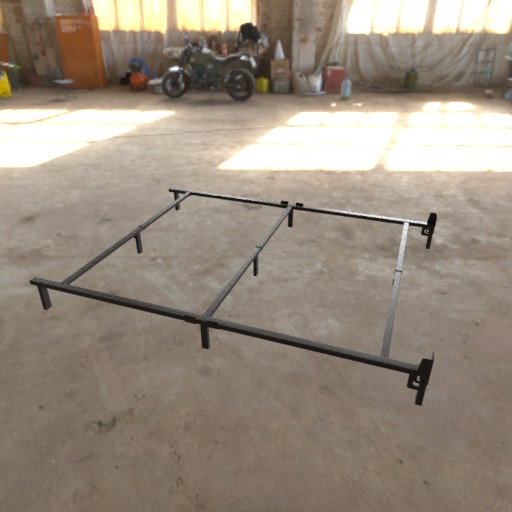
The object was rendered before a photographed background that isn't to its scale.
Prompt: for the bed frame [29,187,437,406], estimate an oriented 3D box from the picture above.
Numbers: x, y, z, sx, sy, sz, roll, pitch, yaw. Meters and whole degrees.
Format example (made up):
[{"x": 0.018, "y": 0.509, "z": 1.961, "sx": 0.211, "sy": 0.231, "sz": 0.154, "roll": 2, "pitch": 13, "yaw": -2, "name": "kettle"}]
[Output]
[{"x": 0.000, "y": 0.000, "z": 2.658, "sx": 1.990, "sy": 0.248, "sz": 1.498, "roll": 10, "pitch": 31, "yaw": 18, "name": "bed frame"}]
